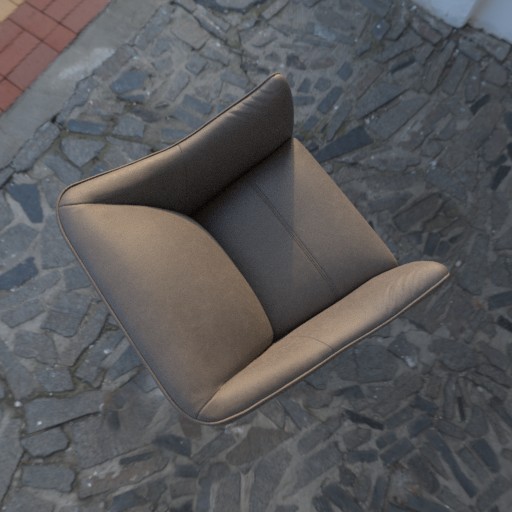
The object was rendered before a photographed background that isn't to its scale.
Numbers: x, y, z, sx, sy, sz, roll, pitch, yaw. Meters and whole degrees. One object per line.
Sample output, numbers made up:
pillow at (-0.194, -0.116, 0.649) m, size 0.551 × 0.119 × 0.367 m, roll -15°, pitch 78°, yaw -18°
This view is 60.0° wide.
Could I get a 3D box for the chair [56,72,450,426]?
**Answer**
chair at (0.000, 0.000, 1.506) m, size 0.852 × 0.830 × 0.871 m, roll -35°, pitch 78°, yaw -8°
